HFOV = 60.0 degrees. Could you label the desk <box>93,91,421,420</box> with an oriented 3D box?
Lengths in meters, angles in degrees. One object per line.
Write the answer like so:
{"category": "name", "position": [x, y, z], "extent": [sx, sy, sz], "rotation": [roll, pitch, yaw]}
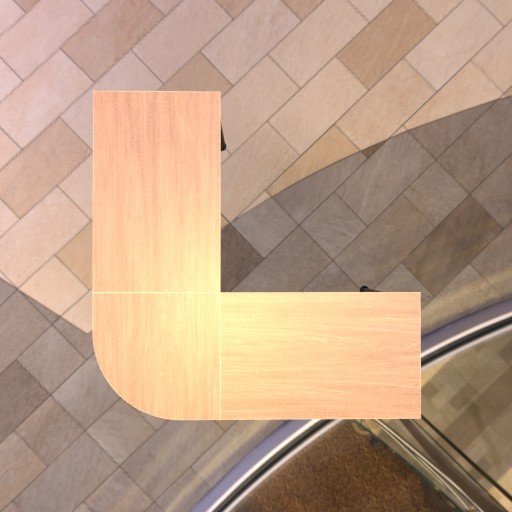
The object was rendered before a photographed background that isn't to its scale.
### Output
{"category": "desk", "position": [0.000, 0.000, 2.275], "extent": [1.400, 0.762, 1.400], "rotation": [0, 89, -1]}
